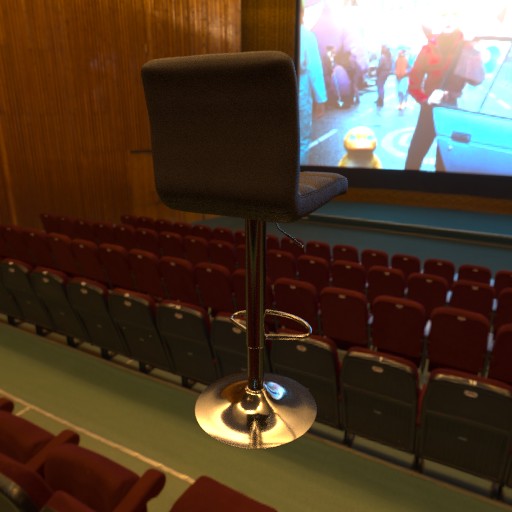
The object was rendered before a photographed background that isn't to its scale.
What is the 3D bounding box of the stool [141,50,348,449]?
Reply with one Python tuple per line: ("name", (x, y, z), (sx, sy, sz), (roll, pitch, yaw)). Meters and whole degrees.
("stool", (0.000, 0.000, 1.392), (0.430, 1.115, 0.505), (9, 20, 27))
